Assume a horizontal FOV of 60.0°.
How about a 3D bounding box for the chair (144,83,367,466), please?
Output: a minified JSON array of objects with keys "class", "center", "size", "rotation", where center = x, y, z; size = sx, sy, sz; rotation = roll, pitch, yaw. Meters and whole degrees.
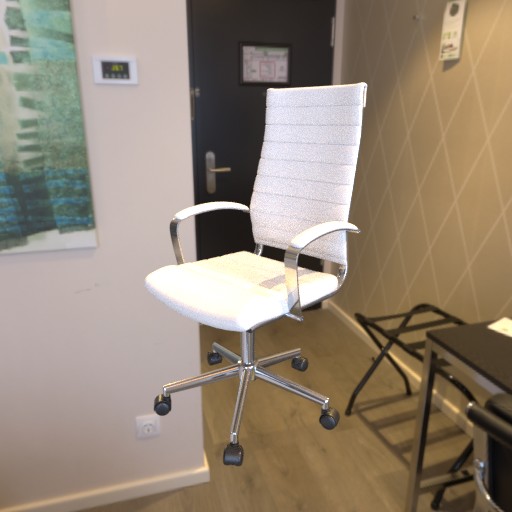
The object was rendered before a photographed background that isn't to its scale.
[{"class":"chair","center":[0.000,0.000,1.557],"size":[0.679,1.149,0.679],"rotation":[15,23,41]}]
